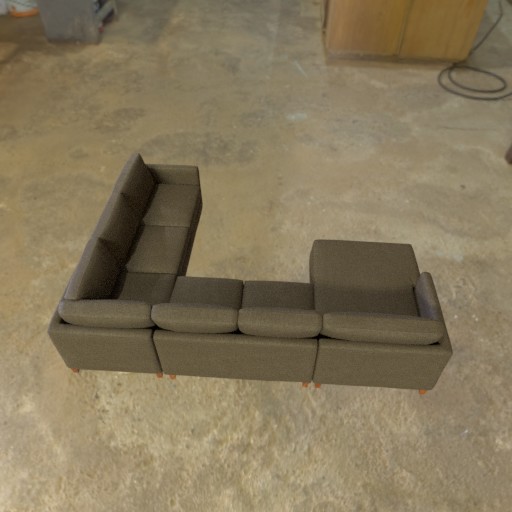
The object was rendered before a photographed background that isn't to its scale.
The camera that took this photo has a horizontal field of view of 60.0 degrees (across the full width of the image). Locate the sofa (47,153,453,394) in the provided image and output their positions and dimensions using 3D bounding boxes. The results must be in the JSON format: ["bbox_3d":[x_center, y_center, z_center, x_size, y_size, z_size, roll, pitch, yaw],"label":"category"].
[{"bbox_3d":[0.000,0.000,4.769,3.460,0.961,2.594,3,46,3],"label":"sofa"}]
